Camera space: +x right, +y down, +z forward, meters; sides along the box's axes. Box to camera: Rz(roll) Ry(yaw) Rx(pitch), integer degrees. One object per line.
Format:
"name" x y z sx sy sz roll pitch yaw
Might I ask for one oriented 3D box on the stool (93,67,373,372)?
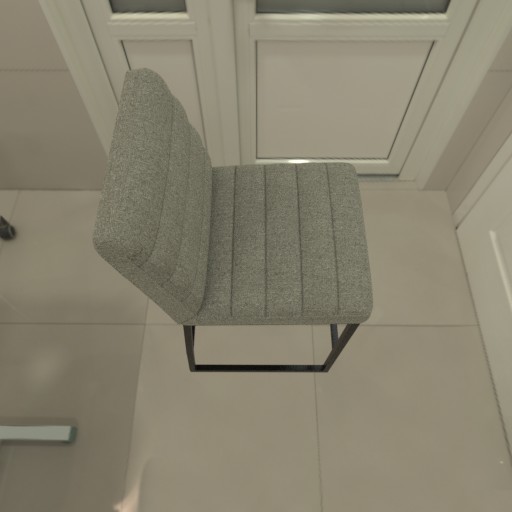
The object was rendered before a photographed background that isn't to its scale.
"stool" 0.000 0.000 1.258 0.560 0.940 0.460 0 62 0
